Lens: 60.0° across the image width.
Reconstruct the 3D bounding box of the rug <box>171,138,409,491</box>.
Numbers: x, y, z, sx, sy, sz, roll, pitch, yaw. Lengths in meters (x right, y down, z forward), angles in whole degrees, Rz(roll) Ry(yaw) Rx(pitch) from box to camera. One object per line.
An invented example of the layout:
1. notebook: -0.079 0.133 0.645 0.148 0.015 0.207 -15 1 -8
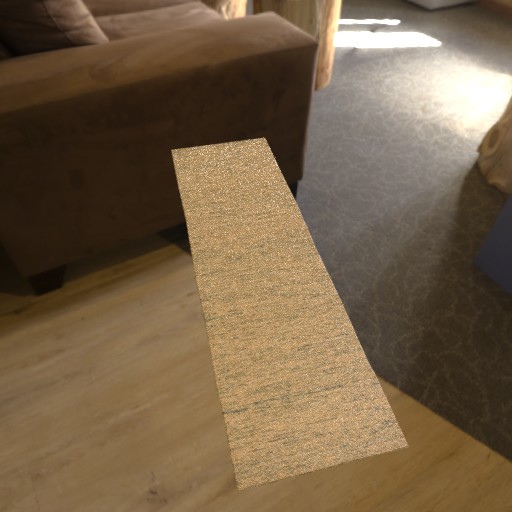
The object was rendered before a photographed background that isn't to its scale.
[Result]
1. rug: 0.000 0.000 2.452 0.700 0.014 2.290 -10 48 -9
